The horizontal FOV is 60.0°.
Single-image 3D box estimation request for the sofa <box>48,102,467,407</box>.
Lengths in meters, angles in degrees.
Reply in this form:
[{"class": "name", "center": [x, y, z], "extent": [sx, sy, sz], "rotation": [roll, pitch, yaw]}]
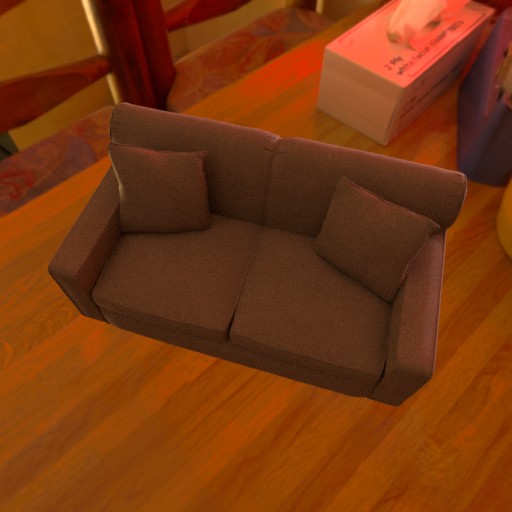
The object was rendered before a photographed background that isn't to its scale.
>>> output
[{"class": "sofa", "center": [0.000, 0.000, 2.361], "extent": [1.846, 0.958, 1.000], "rotation": [14, 59, 9]}]
